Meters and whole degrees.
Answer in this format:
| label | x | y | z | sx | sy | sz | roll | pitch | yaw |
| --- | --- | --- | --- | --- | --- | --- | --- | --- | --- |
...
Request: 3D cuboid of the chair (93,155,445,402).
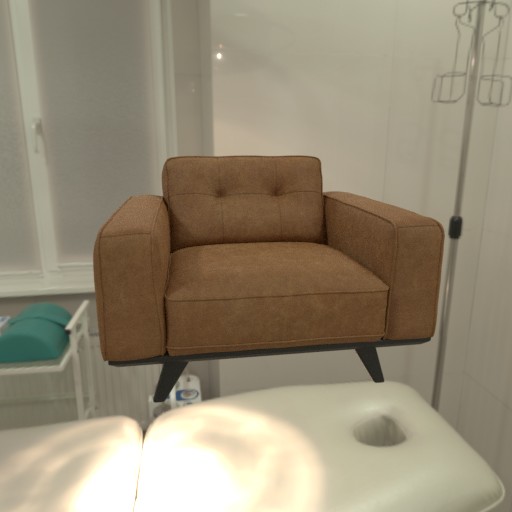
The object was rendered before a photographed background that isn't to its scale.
| label | x | y | z | sx | sy | sz | roll | pitch | yaw |
| --- | --- | --- | --- | --- | --- | --- | --- | --- | --- |
| chair | 0.000 | 0.000 | 1.808 | 1.118 | 0.782 | 0.952 | -2 | 15 | -9 |
